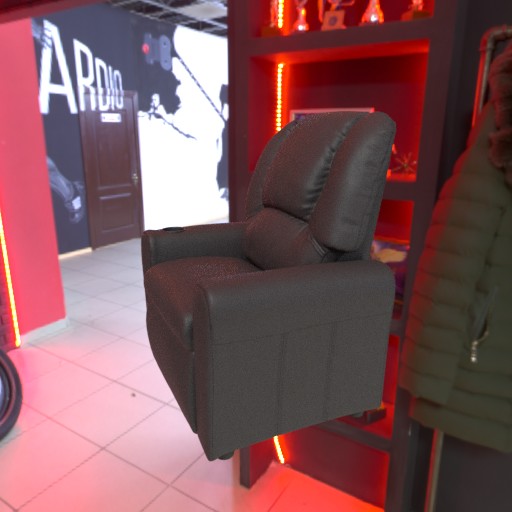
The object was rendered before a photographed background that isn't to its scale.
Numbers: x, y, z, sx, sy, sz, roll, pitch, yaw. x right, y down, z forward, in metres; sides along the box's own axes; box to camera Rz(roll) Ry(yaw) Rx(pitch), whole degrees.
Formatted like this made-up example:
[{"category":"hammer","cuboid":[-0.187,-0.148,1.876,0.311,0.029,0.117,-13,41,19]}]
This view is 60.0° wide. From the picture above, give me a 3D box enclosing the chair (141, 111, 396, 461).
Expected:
[{"category":"chair","cuboid":[0.000,0.000,1.133,0.521,0.709,0.610,-7,17,-24]}]
